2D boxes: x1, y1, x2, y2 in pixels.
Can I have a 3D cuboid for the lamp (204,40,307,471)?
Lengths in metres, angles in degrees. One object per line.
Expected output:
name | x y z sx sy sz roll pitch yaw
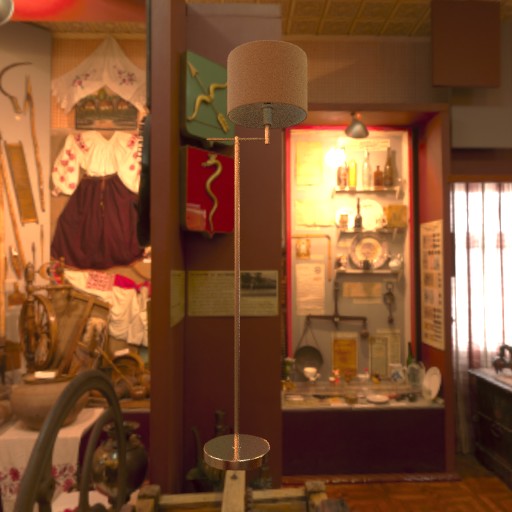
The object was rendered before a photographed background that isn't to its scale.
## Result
lamp | 0.000 0.000 1.790 0.416 1.600 0.324 0 -1 0
